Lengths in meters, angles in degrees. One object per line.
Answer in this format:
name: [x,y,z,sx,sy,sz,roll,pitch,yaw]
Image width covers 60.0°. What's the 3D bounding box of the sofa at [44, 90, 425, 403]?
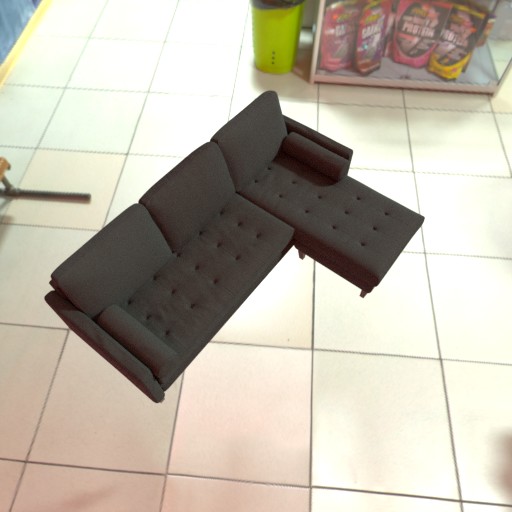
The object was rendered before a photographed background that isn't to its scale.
sofa: [0.000,0.000,2.957,1.506,0.876,2.178,33,64,19]
